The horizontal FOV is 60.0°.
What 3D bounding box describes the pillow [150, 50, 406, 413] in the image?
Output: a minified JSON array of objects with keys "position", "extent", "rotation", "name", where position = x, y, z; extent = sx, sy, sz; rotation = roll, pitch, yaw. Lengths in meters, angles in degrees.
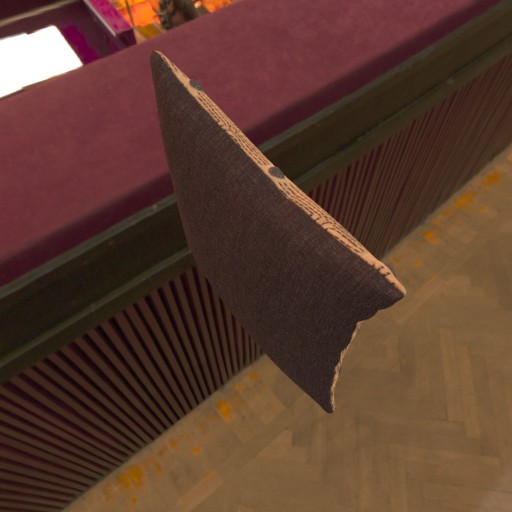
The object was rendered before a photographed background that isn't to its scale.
[{"position":[0.000,0.000,0.763],"extent":[0.145,0.510,0.510],"rotation":[-32,64,-18],"name":"pillow"}]
